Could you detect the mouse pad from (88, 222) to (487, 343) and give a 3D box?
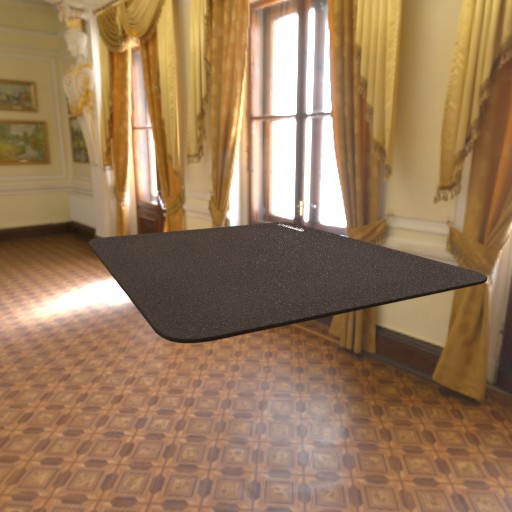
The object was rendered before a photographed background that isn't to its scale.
[{"bbox_3d":[0.000,0.000,0.333,0.211,0.002,0.249,-7,15,-27],"label":"mouse pad"}]
